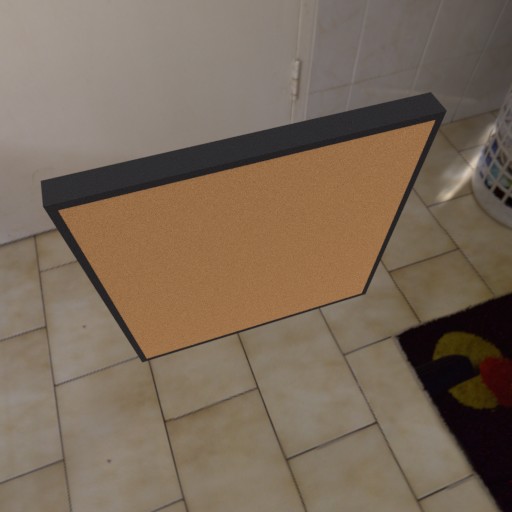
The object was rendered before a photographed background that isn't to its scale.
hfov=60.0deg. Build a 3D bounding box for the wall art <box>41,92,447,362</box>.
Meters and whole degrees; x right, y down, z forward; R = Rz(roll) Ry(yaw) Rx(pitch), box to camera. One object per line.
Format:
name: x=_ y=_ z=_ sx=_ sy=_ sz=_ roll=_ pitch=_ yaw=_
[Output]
wall art: x=0.000 y=0.000 z=0.757 sx=0.509 sy=0.509 sz=0.040 roll=-15 pitch=59 yaw=-10
